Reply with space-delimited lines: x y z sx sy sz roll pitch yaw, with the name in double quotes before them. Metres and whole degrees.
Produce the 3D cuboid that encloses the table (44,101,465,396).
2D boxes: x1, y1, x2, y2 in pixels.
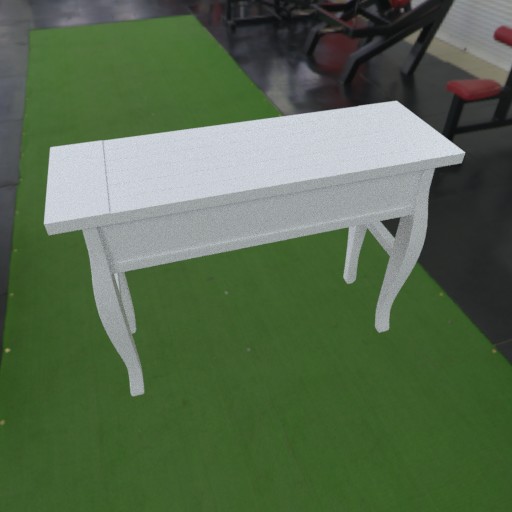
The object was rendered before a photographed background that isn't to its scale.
"table" 0.000 0.000 1.451 1.062 0.768 0.373 -12 43 -13
